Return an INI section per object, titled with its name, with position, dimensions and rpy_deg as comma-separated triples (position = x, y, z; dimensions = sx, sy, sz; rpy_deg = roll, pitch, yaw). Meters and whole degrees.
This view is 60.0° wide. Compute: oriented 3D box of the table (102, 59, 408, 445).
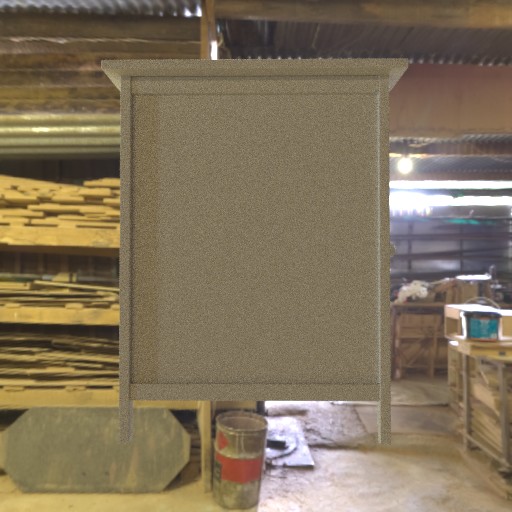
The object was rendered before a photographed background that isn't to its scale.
[table]
position = 0.000, 0.000, 0.736
dimensions = 0.381, 0.483, 0.381
rpy_deg = 0, -1, 1
